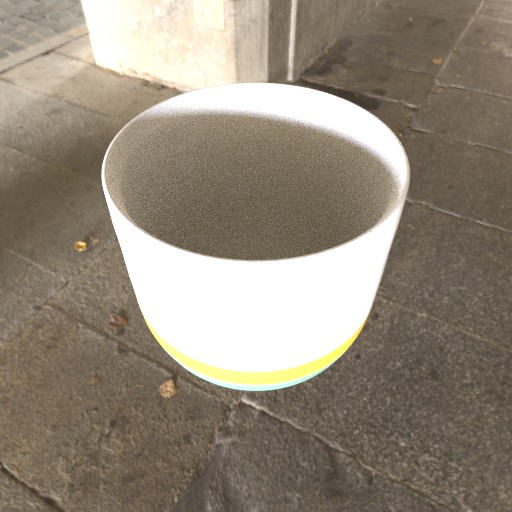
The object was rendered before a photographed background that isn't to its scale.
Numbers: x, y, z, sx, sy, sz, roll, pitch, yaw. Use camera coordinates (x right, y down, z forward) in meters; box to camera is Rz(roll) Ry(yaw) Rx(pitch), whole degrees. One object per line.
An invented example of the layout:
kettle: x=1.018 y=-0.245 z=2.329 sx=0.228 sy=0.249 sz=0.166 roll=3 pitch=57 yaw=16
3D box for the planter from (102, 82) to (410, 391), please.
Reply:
planter: x=0.000 y=0.000 z=0.490 sx=0.268 sy=0.270 sz=0.268 roll=0 pitch=47 yaw=0
